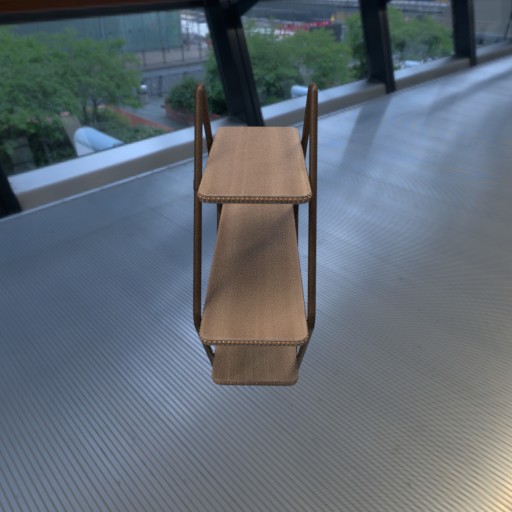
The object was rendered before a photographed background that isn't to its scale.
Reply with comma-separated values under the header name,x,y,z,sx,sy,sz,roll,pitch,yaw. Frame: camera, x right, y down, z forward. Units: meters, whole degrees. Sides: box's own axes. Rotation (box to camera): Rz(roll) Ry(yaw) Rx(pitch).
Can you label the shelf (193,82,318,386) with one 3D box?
name,x,y,z,sx,sy,sz,roll,pitch,yaw
shelf,0.000,0.000,1.048,0.234,0.774,0.609,1,33,1
